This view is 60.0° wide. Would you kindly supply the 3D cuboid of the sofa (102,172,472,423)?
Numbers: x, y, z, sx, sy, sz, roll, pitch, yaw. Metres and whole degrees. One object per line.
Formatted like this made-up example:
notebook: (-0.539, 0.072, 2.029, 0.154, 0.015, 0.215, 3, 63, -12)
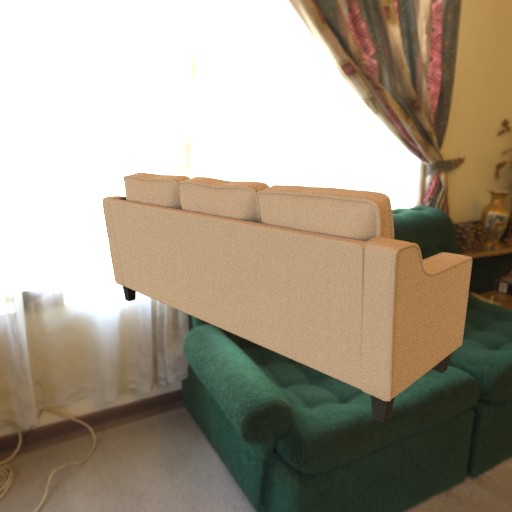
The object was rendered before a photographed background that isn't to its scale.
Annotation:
sofa: (0.000, 0.000, 2.563, 0.791, 0.902, 2.131, -14, 20, -43)
